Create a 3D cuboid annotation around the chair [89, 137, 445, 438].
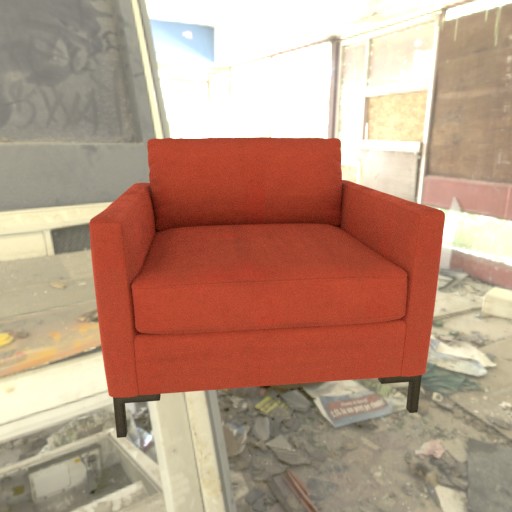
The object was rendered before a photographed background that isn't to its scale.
[{"bbox_3d":[0.000,0.000,1.581,0.964,0.812,0.875,-2,16,-7],"label":"chair"}]
